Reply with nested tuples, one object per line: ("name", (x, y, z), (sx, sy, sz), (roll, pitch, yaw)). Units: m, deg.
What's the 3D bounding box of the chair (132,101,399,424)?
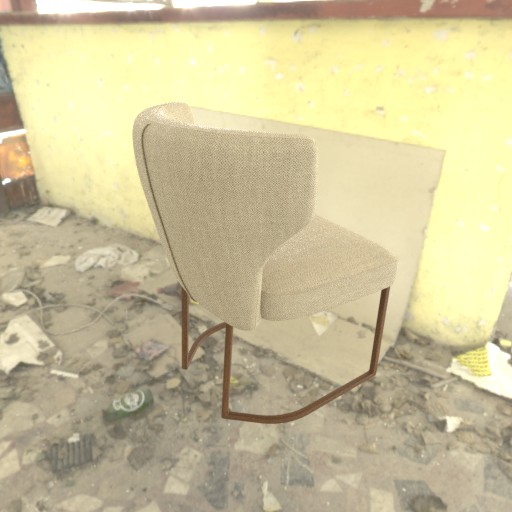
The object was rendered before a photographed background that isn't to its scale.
("chair", (0.000, 0.000, 1.286), (0.617, 0.824, 0.611), (-18, 32, -31))
